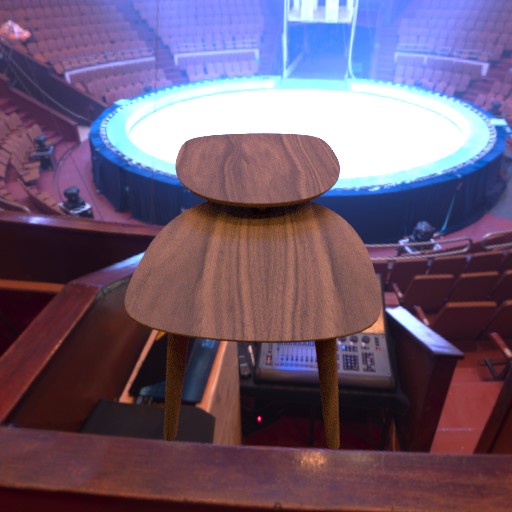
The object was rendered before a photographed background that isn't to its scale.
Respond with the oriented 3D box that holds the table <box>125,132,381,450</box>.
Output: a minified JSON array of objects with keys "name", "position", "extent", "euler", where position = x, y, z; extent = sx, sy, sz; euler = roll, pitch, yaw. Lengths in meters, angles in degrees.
[{"name":"table","position":[0.000,0.000,1.315],"extent":[0.527,0.429,1.084],"euler":[0,31,1]}]
